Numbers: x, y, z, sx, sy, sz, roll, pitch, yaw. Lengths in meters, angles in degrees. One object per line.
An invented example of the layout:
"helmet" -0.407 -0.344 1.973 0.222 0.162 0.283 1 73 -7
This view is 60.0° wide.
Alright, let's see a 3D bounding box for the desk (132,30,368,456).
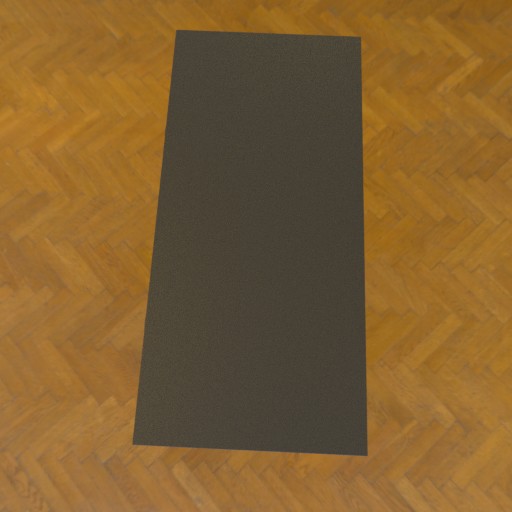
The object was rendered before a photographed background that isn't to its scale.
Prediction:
"desk" 0.000 0.000 1.456 0.525 0.780 1.057 3 76 1
